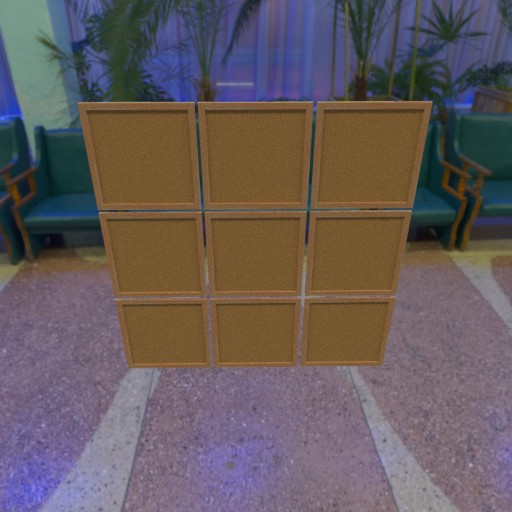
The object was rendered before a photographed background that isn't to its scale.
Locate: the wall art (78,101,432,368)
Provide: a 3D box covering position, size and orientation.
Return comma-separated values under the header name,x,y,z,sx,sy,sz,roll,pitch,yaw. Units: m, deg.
name,x,y,z,sx,sy,sz,roll,pitch,yaw
wall art,0.000,0.000,2.277,1.521,1.519,0.013,0,30,-1
